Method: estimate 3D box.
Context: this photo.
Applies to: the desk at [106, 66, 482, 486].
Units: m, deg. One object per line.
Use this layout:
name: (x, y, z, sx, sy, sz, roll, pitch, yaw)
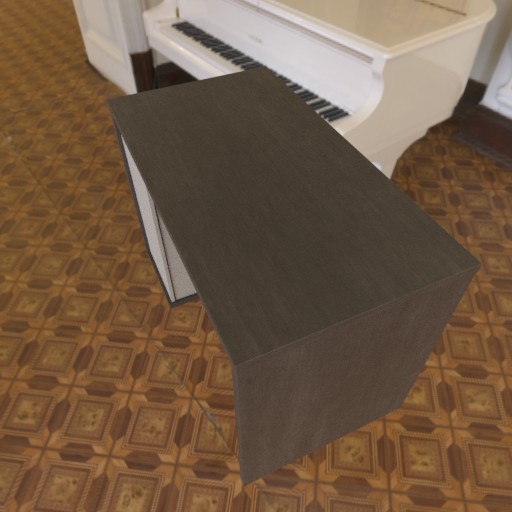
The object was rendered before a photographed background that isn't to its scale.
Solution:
desk: (0.000, 0.000, 1.515, 0.600, 0.750, 1.100, -19, 50, -17)
